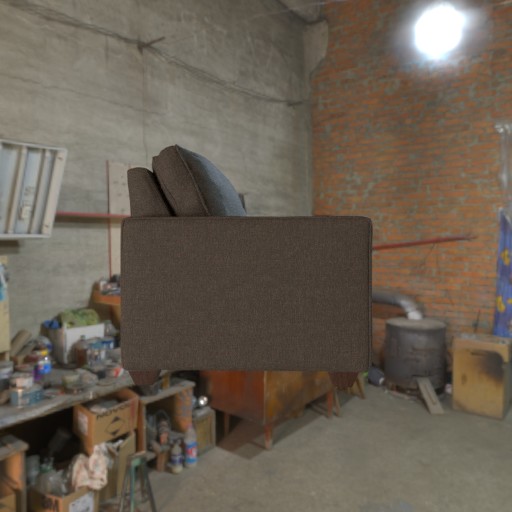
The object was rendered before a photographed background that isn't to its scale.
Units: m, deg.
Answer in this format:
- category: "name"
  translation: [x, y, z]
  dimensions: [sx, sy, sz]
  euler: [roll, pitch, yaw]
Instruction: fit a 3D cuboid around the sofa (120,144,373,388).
- category: "sofa"
  translation: [0.000, 0.000, 2.580]
  dimensions: [0.940, 0.919, 2.080]
  euler: [0, 1, 2]
